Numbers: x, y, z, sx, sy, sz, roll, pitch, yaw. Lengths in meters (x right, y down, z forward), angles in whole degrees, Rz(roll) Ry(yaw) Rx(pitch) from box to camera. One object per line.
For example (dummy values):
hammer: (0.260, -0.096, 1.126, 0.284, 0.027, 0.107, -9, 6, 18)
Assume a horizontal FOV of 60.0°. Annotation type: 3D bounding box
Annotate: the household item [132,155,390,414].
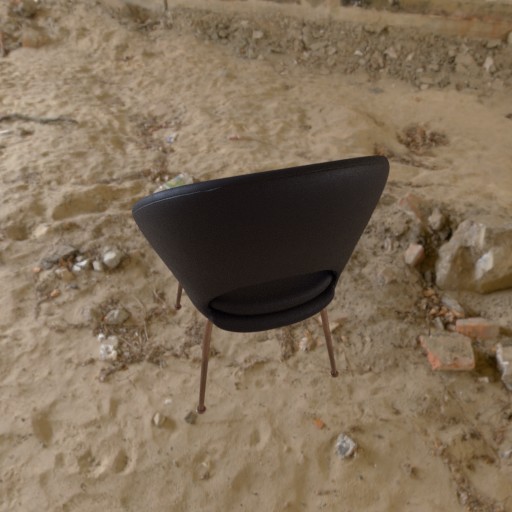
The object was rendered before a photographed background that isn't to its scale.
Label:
household item: (0.000, 0.000, 1.271, 0.623, 0.852, 0.573, -11, 42, -13)
